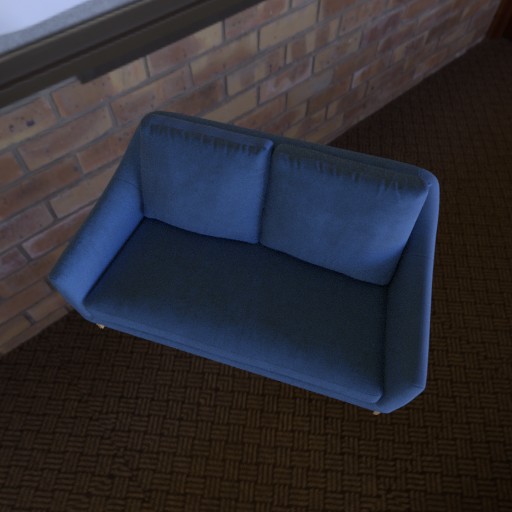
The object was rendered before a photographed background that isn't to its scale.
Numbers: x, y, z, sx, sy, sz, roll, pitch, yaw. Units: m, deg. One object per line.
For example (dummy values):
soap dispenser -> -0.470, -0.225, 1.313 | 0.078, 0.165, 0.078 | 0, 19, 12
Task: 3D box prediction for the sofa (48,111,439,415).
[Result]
sofa -> 0.000, 0.000, 2.134 | 1.619, 0.902, 0.960 | 15, 59, 9
